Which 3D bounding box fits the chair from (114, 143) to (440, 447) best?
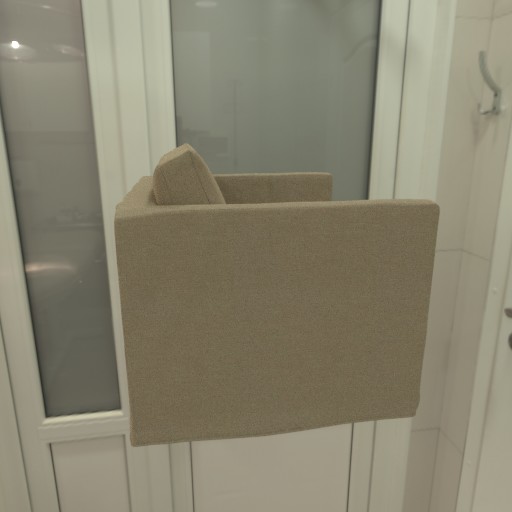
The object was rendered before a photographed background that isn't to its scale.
[{"bbox_3d":[0.000,0.000,1.757,0.949,0.863,1.057,-3,16,-9],"label":"chair"}]
